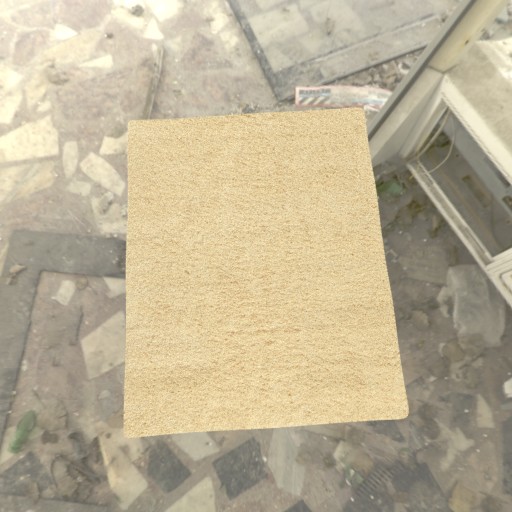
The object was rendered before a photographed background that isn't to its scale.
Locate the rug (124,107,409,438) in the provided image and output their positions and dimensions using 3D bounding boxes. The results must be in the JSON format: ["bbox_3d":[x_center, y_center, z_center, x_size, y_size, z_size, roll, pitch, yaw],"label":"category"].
[{"bbox_3d":[0.000,0.000,4.111,2.401,0.025,3.001,-4,75,-1],"label":"rug"}]
